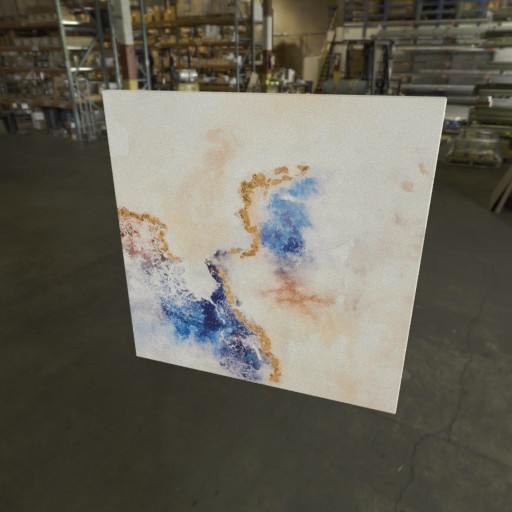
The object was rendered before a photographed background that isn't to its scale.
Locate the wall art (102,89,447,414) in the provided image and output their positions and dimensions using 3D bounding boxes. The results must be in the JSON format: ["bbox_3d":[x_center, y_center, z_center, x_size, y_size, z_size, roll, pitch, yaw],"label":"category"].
[{"bbox_3d":[0.000,0.000,1.288,0.889,0.889,0.038,8,25,17],"label":"wall art"}]
